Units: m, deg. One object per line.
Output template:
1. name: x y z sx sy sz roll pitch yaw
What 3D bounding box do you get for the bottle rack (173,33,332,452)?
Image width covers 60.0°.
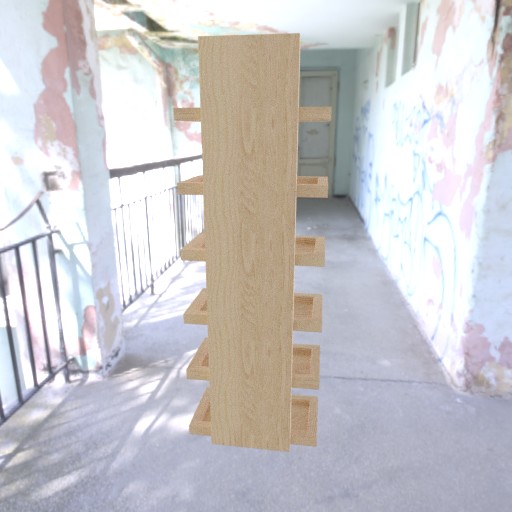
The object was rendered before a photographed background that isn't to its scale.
1. bottle rack: 0.000 0.000 1.080 0.330 0.943 0.206 2 16 8
